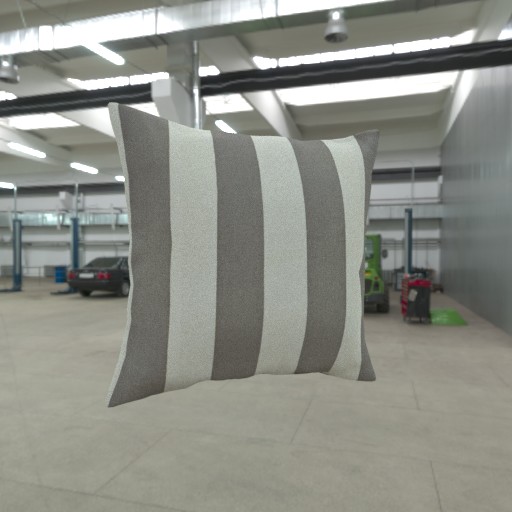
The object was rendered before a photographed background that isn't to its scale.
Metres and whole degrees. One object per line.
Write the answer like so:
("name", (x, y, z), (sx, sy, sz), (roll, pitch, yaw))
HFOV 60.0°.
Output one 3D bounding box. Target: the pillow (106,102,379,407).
("pillow", (0.000, 0.000, 0.812), (0.522, 0.507, 0.192), (0, 0, -19))
